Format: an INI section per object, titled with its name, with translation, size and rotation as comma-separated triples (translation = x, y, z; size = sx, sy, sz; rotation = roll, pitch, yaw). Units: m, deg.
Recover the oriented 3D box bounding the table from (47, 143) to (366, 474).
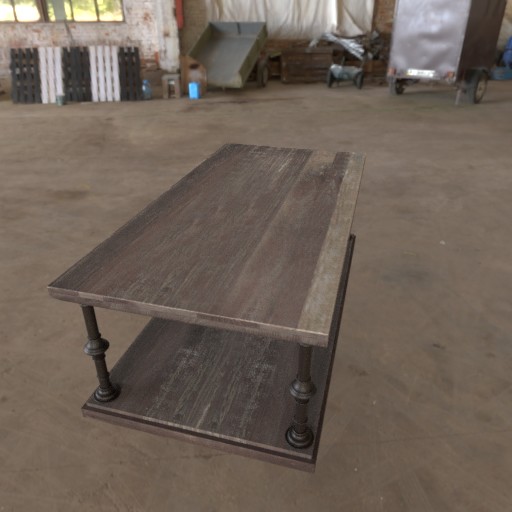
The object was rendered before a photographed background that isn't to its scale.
[table]
translation = 0.000, 0.000, 1.357
size = 0.554, 0.373, 1.088
rotation = 8, 30, 13
